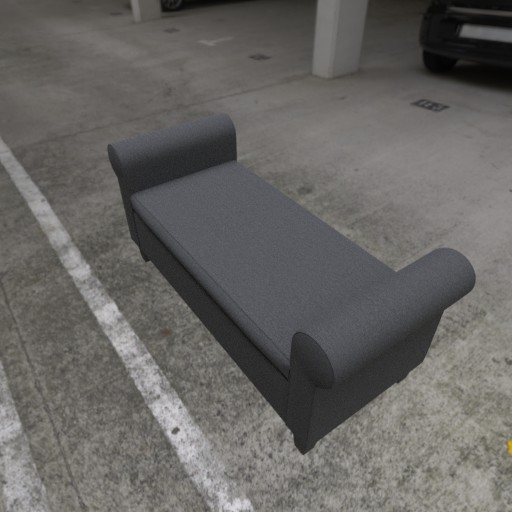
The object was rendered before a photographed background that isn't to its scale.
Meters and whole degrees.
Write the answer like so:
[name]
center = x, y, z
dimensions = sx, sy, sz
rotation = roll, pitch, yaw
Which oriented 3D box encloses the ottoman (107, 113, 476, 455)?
[ottoman]
center = 0.000, 0.000, 1.563
dimensions = 0.521, 0.547, 1.256
rotation = -25, 46, -27
